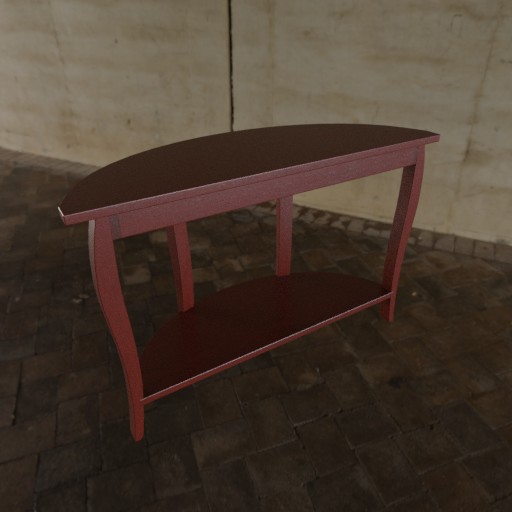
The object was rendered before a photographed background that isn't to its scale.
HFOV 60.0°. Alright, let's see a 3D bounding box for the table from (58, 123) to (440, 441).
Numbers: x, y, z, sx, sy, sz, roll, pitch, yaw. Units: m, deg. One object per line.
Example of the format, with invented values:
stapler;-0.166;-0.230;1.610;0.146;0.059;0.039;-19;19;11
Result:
table;0.000;0.000;1.568;1.219;0.779;0.405;-17;35;-27
